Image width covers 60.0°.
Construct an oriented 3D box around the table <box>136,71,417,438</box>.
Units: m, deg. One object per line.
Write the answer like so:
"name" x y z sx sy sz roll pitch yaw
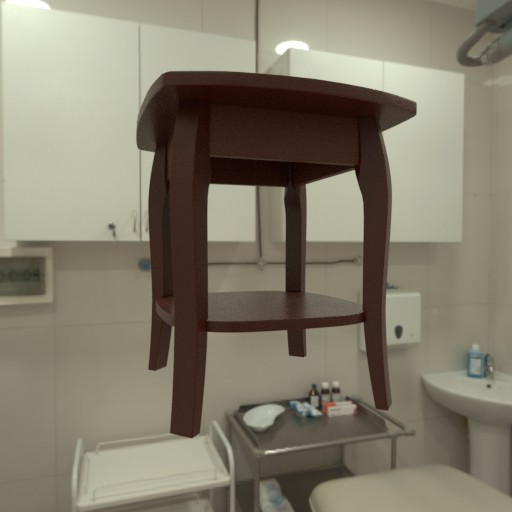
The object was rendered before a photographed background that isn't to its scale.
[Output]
"table" 0.000 0.000 0.846 0.433 0.496 0.502 -1 2 -19
